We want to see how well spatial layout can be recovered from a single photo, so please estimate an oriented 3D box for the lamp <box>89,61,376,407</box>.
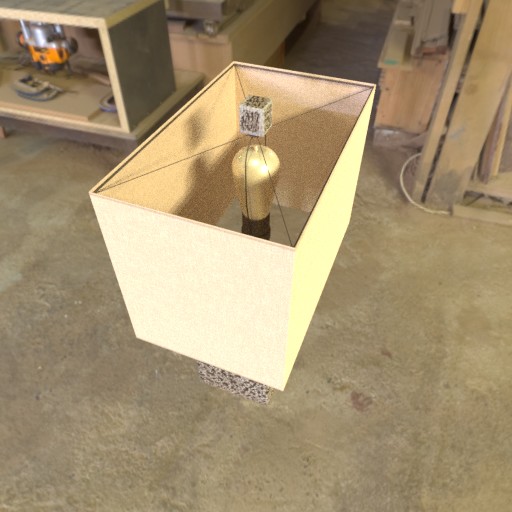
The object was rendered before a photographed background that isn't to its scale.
[{"bbox_3d":[0.000,0.000,0.563,0.180,0.411,0.294,16,47,15],"label":"lamp"}]
